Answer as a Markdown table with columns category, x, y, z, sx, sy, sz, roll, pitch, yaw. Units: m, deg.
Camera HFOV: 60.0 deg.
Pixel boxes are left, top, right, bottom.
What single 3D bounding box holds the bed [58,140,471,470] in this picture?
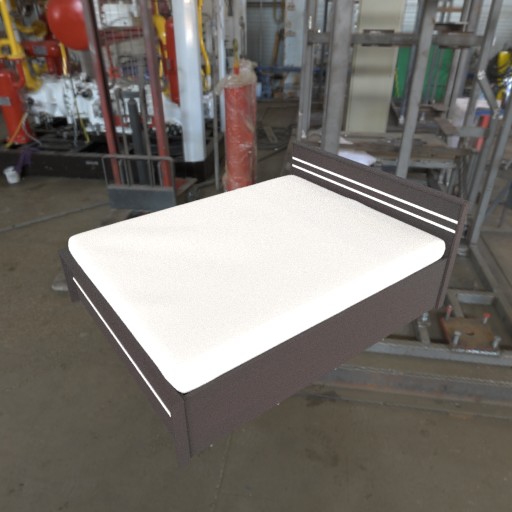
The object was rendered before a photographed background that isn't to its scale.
| category | x | y | z | sx | sy | sz | roll | pitch | yaw |
| --- | --- | --- | --- | --- | --- | --- | --- | --- | --- |
| bed | 0.000 | 0.000 | 2.967 | 2.103 | 0.808 | 1.634 | -21 | 37 | -31 |
